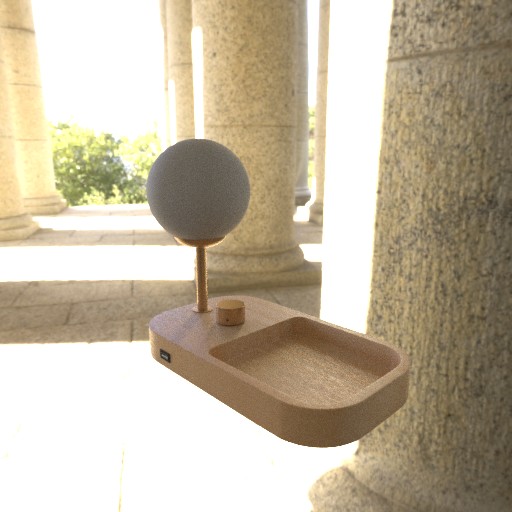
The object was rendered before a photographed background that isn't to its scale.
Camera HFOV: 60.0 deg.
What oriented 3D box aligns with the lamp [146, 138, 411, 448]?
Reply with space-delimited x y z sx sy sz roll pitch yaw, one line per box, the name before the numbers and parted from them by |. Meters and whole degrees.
lamp | 0.000 0.000 0.485 0.173 0.253 0.331 -12 18 -42
